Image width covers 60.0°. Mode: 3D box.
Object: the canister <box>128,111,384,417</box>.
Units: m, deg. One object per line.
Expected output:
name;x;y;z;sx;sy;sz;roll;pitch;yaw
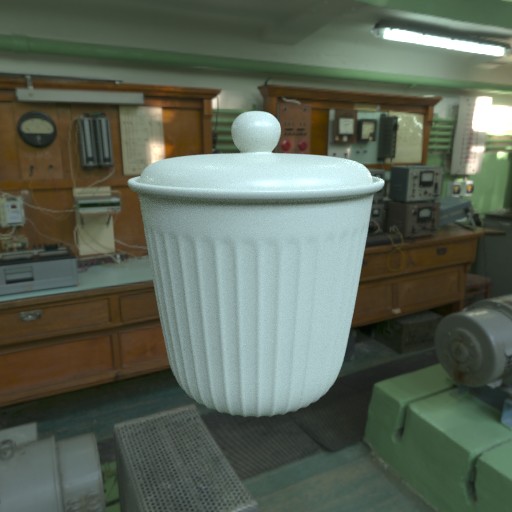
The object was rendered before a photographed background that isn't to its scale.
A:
canister;0.000;0.000;0.338;0.181;0.211;0.181;0;14;0
